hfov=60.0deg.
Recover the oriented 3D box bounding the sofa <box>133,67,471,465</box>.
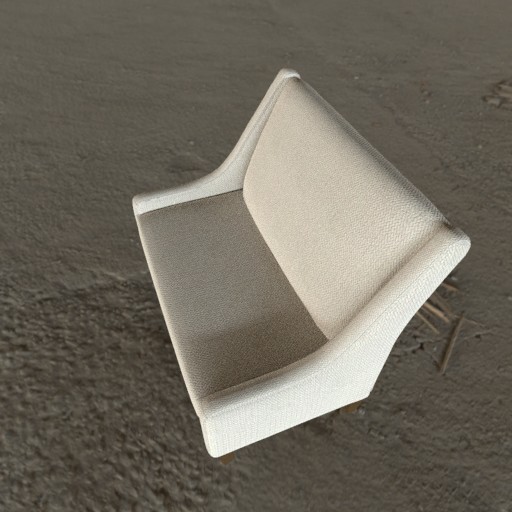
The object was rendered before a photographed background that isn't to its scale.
[{"bbox_3d":[0.000,0.000,1.891,0.870,1.022,1.242,-16,49,-15],"label":"sofa"}]
